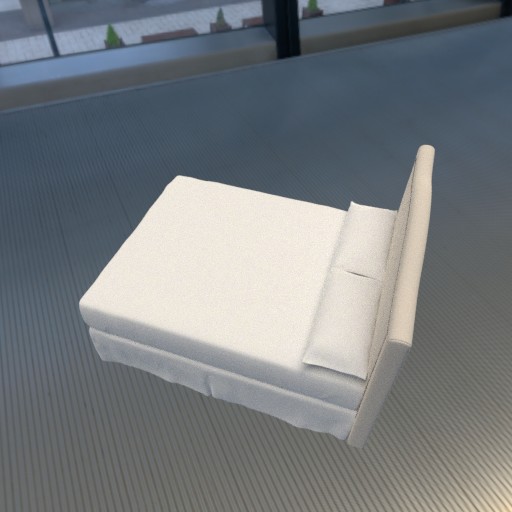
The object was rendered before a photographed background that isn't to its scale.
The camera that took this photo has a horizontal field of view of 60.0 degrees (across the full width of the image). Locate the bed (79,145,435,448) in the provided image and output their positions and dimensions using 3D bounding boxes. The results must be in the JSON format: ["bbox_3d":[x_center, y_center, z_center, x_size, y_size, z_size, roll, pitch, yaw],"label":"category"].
[{"bbox_3d":[0.000,0.000,3.301,2.143,1.460,1.753,14,48,13],"label":"bed"}]
